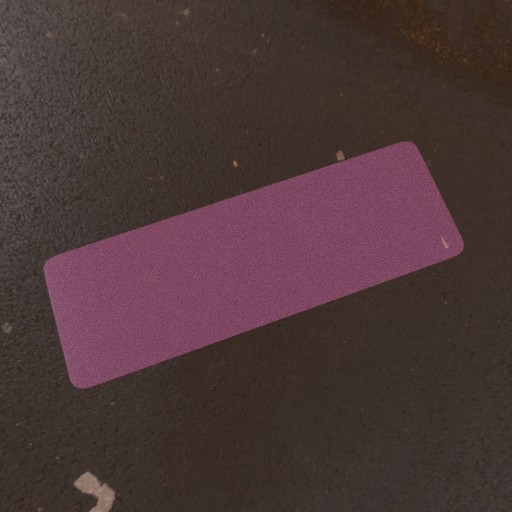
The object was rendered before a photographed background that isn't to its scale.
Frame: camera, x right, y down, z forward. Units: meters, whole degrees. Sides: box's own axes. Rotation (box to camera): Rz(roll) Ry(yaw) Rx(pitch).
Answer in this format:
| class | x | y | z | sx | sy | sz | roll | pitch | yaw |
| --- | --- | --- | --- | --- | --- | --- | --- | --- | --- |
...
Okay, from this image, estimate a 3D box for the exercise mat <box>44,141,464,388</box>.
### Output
| class | x | y | z | sx | sy | sz | roll | pitch | yaw |
| --- | --- | --- | --- | --- | --- | --- | --- | --- | --- |
| exercise mat | 0.000 | 0.000 | 2.038 | 1.869 | 0.021 | 0.616 | -19 | 75 | -5 |
